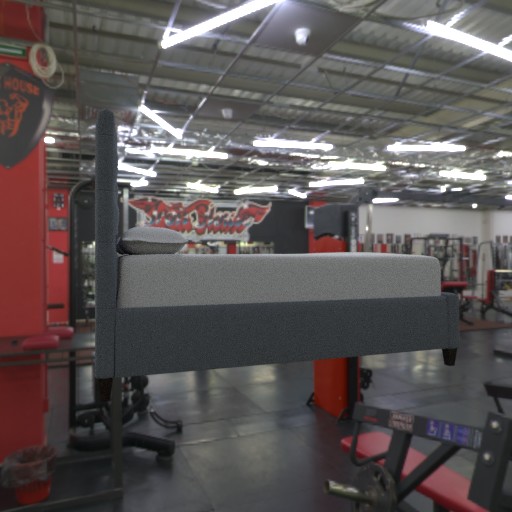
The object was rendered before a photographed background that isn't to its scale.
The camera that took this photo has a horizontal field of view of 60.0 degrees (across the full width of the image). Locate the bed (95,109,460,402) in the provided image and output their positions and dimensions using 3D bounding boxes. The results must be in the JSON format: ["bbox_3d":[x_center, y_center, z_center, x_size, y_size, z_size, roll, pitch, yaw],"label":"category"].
[{"bbox_3d":[0.000,0.000,3.288,2.231,1.427,1.698,0,0,-19],"label":"bed"}]
